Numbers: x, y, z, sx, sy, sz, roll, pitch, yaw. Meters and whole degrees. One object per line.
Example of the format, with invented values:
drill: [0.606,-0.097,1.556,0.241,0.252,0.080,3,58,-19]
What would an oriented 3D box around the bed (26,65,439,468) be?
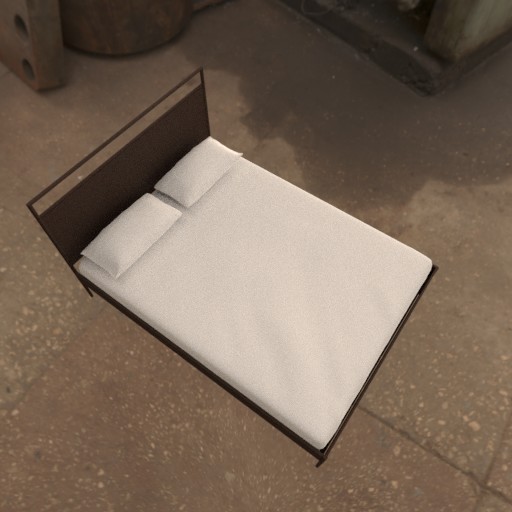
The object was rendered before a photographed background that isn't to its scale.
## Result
bed: [0.000,0.000,3.033,2.122,1.173,1.572,32,63,18]
